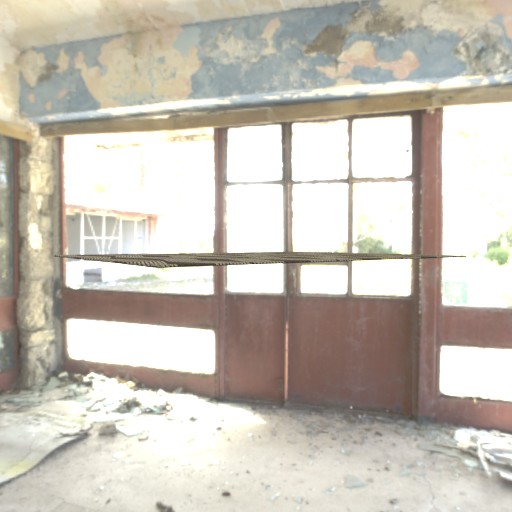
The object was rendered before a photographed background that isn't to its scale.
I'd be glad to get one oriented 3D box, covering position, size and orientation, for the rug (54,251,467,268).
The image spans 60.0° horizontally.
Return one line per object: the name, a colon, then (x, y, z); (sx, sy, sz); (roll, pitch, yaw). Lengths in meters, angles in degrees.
rug: (0.000, 0.000, 4.165); (3.048, 0.016, 2.438); (-1, 2, -36)
